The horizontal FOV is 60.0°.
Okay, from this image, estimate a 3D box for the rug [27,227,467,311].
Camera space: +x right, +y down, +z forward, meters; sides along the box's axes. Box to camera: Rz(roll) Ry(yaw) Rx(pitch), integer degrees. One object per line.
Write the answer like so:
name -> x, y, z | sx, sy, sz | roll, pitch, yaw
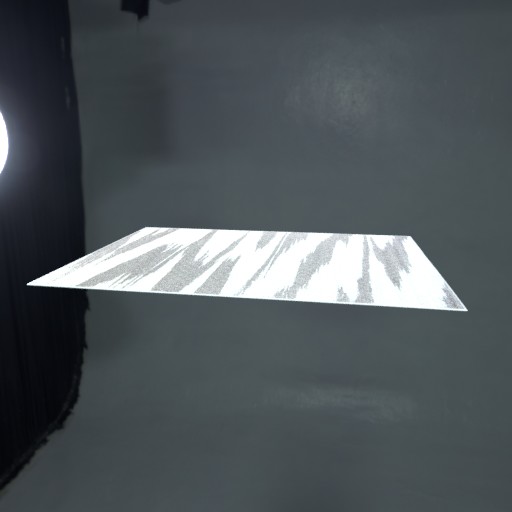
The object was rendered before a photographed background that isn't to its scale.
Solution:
rug -> 0.000, 0.000, 2.836 | 2.142, 0.010, 1.533 | 2, 15, 9
